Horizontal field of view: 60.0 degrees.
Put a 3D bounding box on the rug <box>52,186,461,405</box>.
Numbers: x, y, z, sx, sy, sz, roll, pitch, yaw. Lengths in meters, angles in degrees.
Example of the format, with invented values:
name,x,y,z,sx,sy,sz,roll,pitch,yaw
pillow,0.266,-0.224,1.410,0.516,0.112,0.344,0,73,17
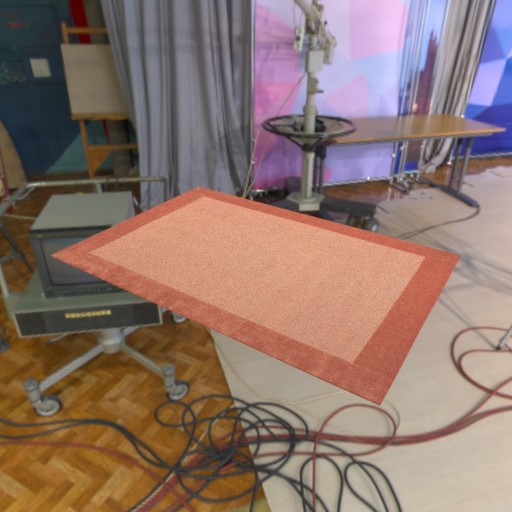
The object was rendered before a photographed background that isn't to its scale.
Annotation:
name,x,y,z,sx,sy,sz,roll,pitch,yaw
rug,0.000,0.000,2.379,1.829,0.014,1.219,18,35,29
